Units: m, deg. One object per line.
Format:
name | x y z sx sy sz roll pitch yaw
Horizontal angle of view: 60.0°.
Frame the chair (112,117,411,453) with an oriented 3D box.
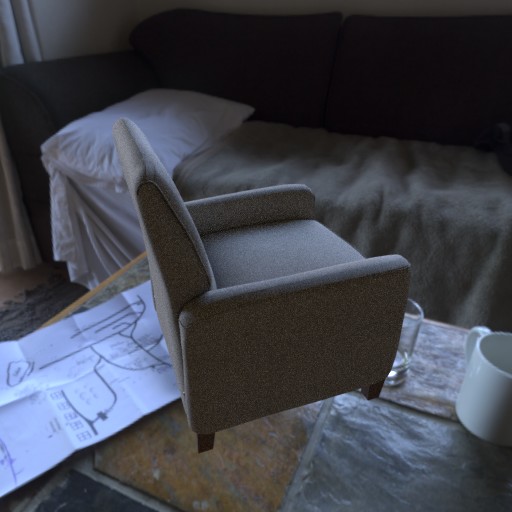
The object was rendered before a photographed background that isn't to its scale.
chair | 0.000 0.000 1.666 0.864 1.014 0.848 -10 31 -18
